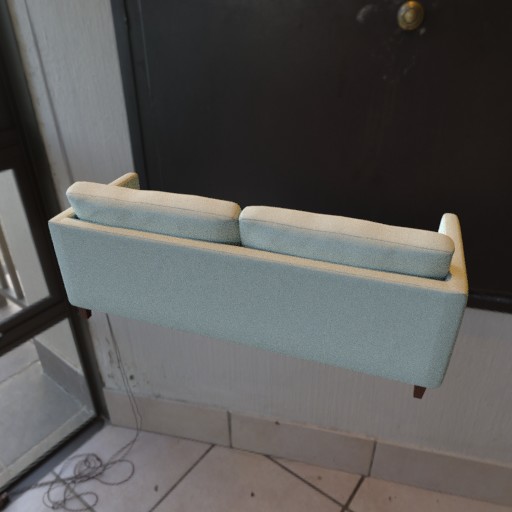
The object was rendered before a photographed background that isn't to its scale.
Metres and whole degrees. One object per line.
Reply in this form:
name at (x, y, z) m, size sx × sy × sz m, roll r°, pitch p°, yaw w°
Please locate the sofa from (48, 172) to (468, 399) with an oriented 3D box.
sofa at (0.000, 0.000, 2.910) m, size 2.434 × 0.965 × 0.948 m, roll 10°, pitch 32°, yaw 16°
